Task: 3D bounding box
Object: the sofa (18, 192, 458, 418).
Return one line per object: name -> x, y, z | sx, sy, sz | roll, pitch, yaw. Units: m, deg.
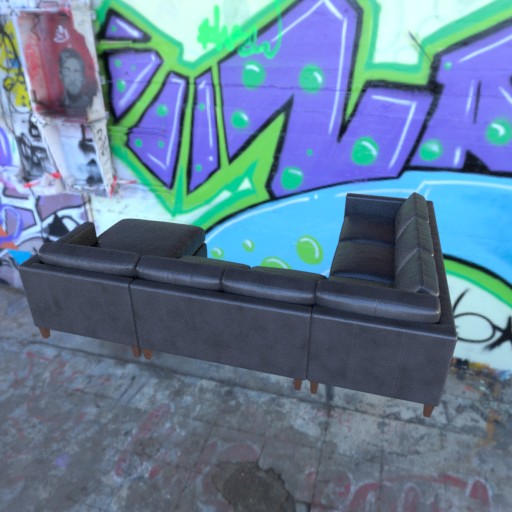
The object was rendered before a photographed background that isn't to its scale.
sofa -> 0.000, 0.000, 4.339 | 3.324, 0.891, 2.452 | 8, 29, 14
